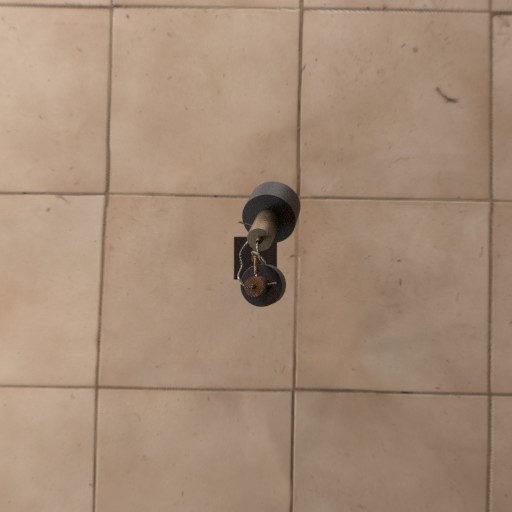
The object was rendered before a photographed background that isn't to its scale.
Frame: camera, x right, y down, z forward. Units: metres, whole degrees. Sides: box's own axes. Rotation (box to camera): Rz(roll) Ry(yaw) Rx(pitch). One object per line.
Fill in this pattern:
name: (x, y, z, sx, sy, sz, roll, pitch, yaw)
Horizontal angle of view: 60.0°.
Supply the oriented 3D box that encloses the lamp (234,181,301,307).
lamp: (0.000, 0.000, 1.653, 0.233, 1.505, 0.315, 0, 89, 0)
